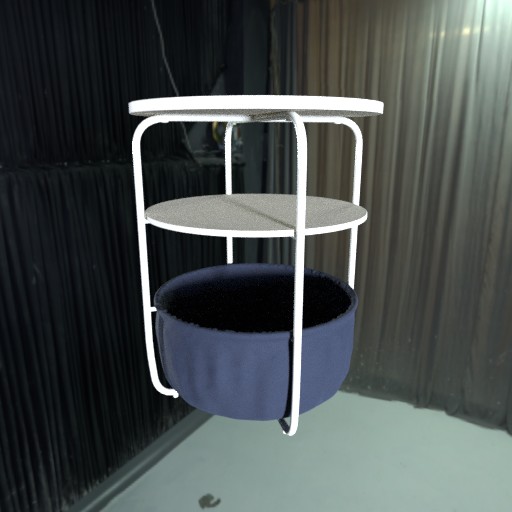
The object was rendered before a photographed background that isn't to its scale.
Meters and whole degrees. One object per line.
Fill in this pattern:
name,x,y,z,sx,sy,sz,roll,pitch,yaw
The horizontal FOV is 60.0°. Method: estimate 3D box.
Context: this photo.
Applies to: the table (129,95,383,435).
table,0.000,0.000,0.826,0.418,0.532,0.418,8,17,26
